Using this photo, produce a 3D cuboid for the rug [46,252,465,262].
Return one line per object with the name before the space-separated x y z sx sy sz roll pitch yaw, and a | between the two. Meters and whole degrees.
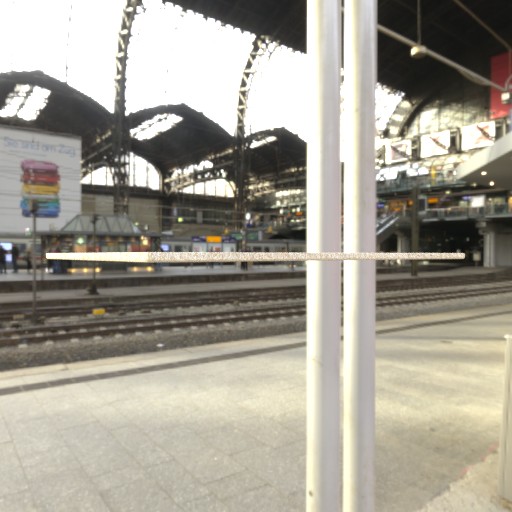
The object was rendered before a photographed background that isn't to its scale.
rug | 0.000 0.000 2.097 1.600 0.027 1.200 0 0 -37
